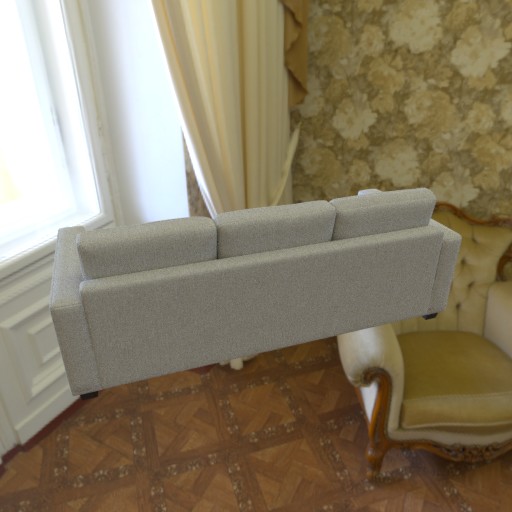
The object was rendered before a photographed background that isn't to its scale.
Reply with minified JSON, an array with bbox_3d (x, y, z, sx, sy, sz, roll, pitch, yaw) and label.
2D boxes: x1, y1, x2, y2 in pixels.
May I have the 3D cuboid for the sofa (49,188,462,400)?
[{"bbox_3d":[0.000,0.000,2.565,2.120,0.800,0.900,-9,29,-17],"label":"sofa"}]
